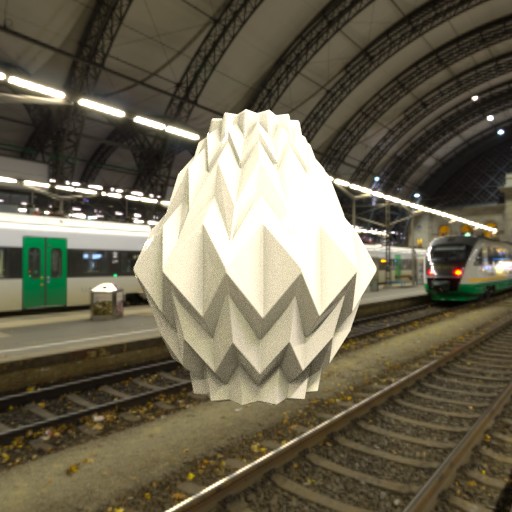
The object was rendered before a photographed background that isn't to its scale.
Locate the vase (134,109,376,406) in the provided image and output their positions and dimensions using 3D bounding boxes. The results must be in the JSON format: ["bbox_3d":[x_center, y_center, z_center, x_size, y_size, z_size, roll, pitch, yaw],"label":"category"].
[{"bbox_3d":[0.000,0.000,0.310,0.164,0.185,0.164,0,-1,0],"label":"vase"}]
